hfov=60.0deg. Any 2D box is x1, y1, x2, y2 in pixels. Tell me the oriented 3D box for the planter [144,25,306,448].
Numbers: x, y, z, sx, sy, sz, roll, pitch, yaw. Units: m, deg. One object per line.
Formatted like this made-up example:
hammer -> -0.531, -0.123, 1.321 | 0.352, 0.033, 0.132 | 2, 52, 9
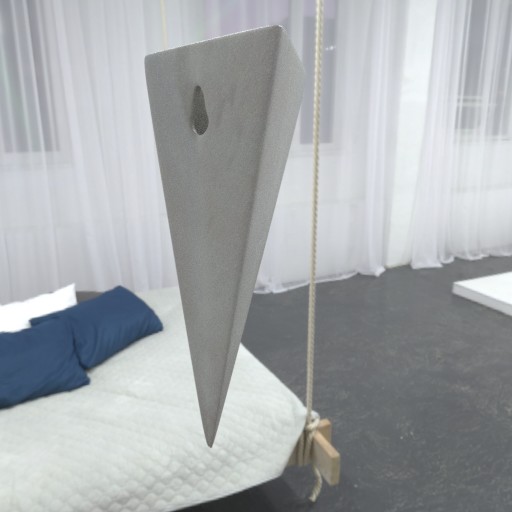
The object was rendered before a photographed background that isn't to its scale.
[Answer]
planter -> 0.000, 0.000, 0.153 | 0.047, 0.130, 0.058 | -14, 21, -43
